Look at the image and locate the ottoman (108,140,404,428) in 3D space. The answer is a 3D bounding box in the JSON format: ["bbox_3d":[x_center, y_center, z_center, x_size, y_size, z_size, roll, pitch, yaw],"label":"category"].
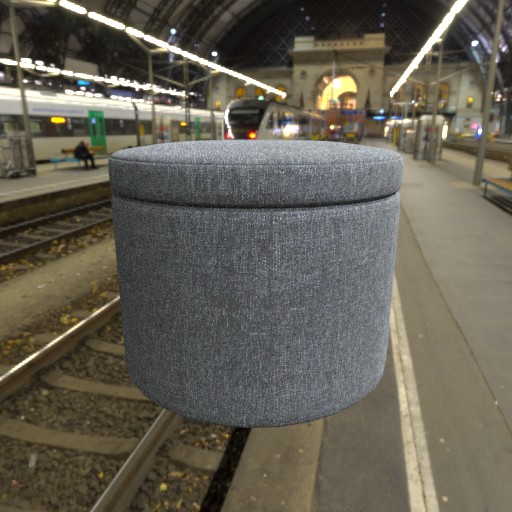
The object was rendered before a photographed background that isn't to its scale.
[{"bbox_3d":[0.000,0.000,0.834,0.500,0.419,0.500,0,16,0],"label":"ottoman"}]
